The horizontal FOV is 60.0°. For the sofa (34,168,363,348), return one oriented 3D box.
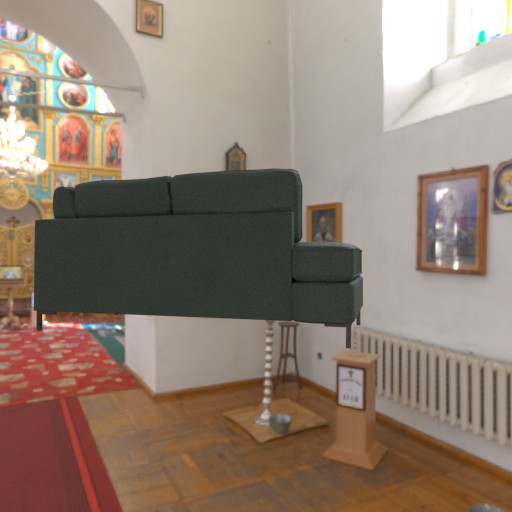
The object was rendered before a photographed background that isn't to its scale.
[{"bbox_3d":[0.000,0.000,4.183,2.048,0.996,3.384,0,0,16],"label":"sofa"}]
